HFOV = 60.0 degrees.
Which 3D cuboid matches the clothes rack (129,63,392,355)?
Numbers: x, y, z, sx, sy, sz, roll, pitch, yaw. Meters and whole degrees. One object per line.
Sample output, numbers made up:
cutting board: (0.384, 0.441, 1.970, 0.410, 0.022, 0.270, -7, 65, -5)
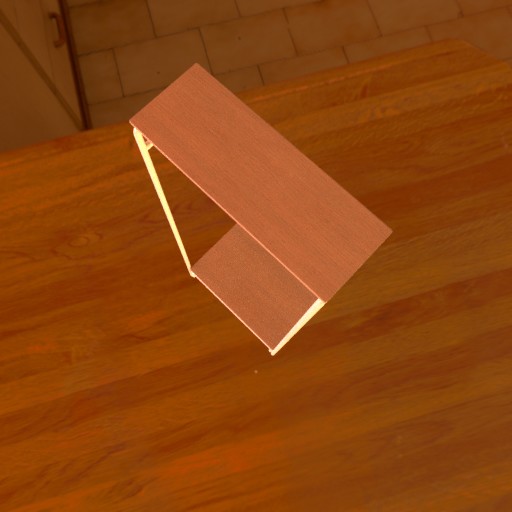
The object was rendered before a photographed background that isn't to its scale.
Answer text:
clothes rack: (0.000, 0.000, 1.766, 0.640, 1.512, 0.400, 43, 79, 10)
